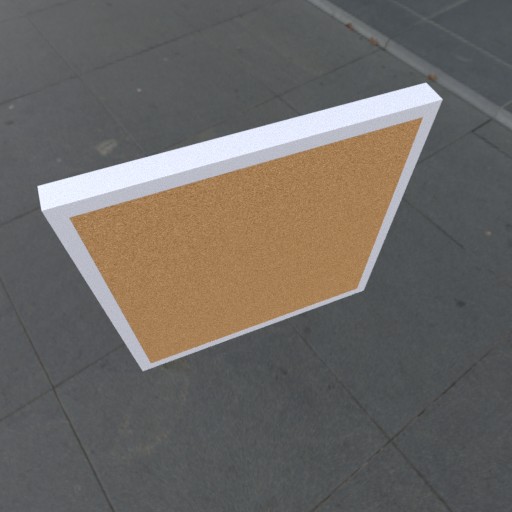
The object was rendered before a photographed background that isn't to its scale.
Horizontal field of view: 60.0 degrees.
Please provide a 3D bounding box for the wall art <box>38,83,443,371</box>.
[{"bbox_3d":[0.000,0.000,0.746,0.507,0.508,0.038,-18,58,-12],"label":"wall art"}]
